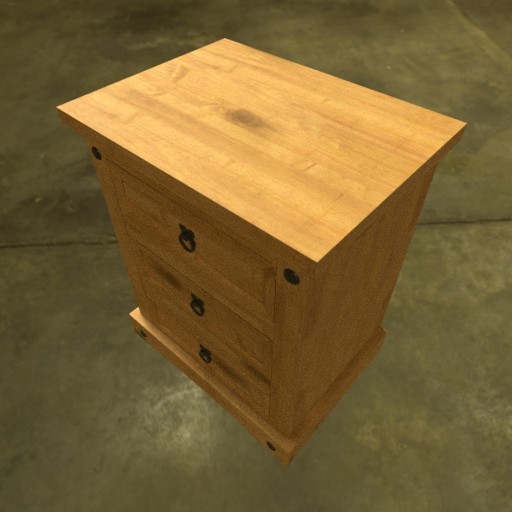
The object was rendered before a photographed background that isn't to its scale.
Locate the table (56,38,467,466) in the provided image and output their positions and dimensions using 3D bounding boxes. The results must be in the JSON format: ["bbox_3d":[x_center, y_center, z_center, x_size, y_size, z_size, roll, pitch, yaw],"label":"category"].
[{"bbox_3d":[0.000,0.000,1.179,0.660,0.813,0.500,32,54,27],"label":"table"}]
